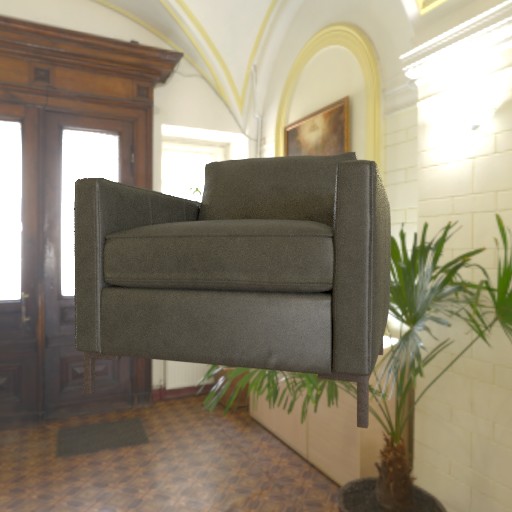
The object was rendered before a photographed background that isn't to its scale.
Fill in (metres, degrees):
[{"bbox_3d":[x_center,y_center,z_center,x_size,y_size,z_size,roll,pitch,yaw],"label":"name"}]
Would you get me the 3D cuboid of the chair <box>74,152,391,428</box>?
[{"bbox_3d":[0.000,0.000,1.509,0.967,0.824,0.861,0,1,19],"label":"chair"}]
